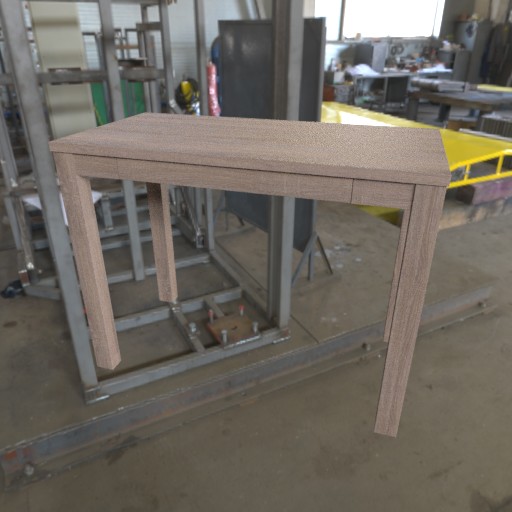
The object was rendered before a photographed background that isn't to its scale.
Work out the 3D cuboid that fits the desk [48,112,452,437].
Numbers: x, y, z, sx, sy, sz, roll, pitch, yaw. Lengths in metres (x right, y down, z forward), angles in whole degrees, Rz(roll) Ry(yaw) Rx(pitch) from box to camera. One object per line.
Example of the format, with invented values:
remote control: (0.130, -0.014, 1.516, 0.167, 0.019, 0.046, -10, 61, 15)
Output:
desk: (0.000, 0.000, 1.417, 0.991, 0.762, 0.495, 8, 28, 16)
